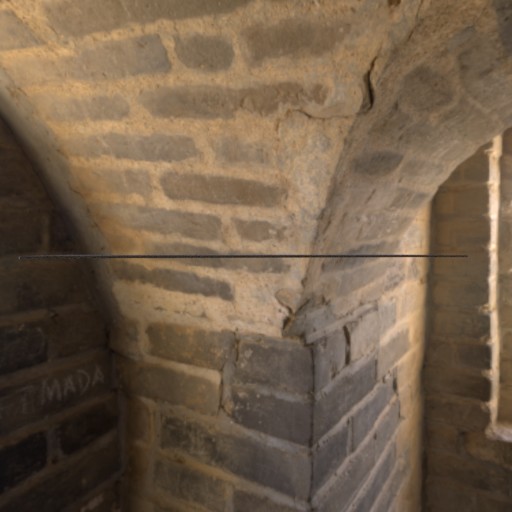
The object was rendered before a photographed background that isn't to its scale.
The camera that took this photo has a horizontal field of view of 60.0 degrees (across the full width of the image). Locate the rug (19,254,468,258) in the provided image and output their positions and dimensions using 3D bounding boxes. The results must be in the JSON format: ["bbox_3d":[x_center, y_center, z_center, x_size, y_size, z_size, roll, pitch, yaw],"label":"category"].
[{"bbox_3d":[0.000,0.000,2.683,2.430,0.012,0.759,0,0,-16],"label":"rug"}]
